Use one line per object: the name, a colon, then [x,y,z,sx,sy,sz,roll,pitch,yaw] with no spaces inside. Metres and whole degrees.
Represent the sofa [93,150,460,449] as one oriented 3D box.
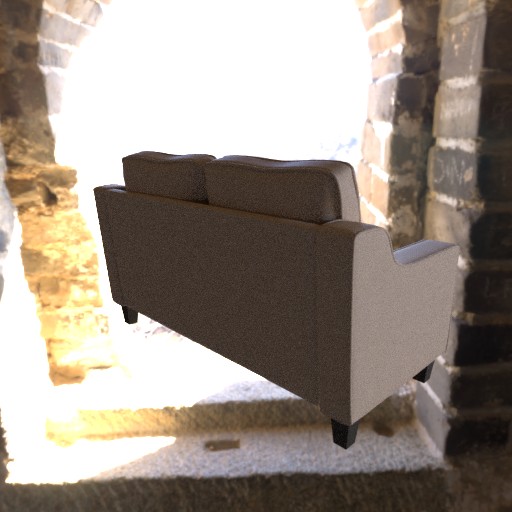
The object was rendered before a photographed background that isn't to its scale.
sofa: [0.000,0.000,3.432,1.351,1.562,2.587,-15,21,-43]
